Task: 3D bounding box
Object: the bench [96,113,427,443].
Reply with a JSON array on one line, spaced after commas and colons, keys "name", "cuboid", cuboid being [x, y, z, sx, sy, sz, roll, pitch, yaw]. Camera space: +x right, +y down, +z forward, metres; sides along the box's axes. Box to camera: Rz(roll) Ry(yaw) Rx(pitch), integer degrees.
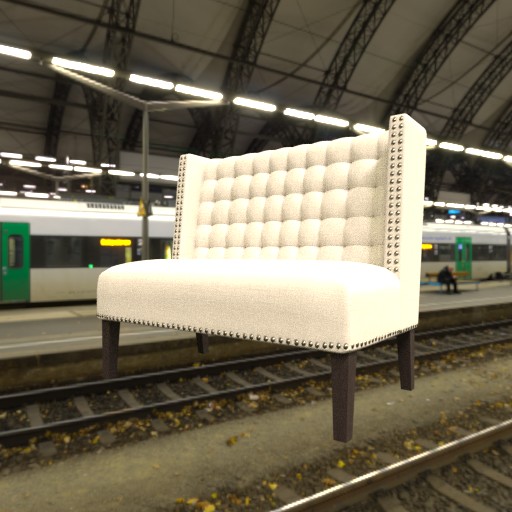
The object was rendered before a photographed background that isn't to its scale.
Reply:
[{"name": "bench", "cuboid": [0.000, 0.000, 1.987, 1.280, 1.123, 0.847, 0, 0, 36]}]
